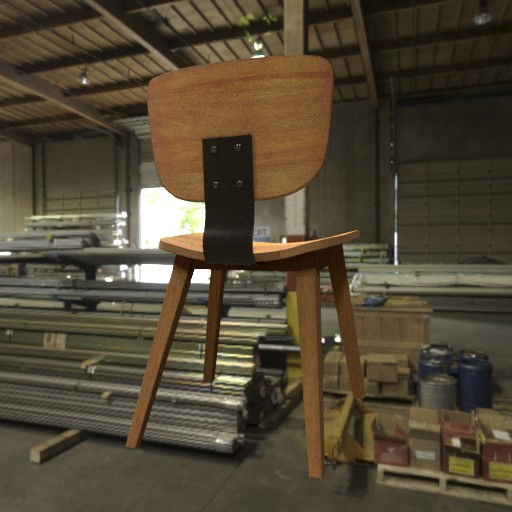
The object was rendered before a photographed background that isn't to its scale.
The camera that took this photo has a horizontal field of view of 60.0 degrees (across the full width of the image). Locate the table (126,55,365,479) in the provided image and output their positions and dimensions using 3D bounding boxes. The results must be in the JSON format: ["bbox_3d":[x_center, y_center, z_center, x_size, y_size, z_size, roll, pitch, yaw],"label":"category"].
[{"bbox_3d":[0.000,0.000,1.108,0.499,0.805,0.500,0,1,18],"label":"table"}]
